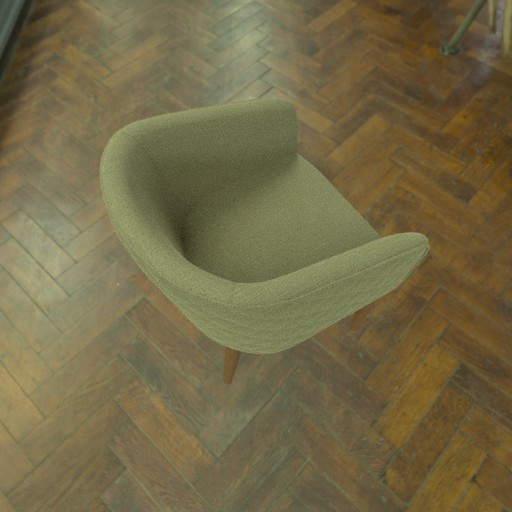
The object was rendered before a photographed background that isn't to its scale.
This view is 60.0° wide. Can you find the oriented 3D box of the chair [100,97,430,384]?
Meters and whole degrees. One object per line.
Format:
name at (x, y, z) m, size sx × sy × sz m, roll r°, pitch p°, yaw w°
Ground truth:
chair at (0.000, 0.000, 1.218) m, size 0.616 × 0.775 × 0.584 m, roll -29°, pitch 63°, yaw -16°
